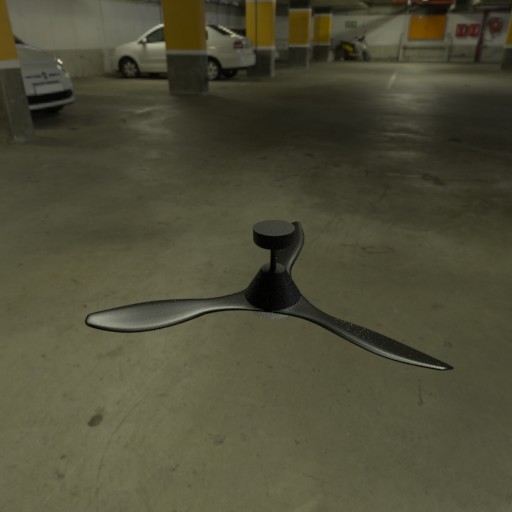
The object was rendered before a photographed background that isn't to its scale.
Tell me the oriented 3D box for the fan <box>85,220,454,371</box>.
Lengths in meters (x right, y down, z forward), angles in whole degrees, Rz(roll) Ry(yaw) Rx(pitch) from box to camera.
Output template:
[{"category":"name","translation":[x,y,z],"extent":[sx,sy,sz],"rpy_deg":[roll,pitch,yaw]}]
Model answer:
[{"category":"fan","translation":[0.000,0.000,1.618],"extent":[1.067,0.305,1.067],"rpy_deg":[0,26,0]}]
